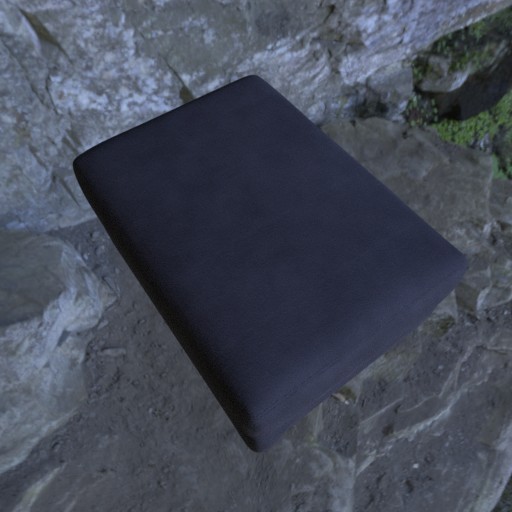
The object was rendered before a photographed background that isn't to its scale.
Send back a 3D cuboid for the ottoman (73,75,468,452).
[{"bbox_3d":[0.000,0.000,1.140,0.574,0.497,0.773,-32,64,-18],"label":"ottoman"}]
